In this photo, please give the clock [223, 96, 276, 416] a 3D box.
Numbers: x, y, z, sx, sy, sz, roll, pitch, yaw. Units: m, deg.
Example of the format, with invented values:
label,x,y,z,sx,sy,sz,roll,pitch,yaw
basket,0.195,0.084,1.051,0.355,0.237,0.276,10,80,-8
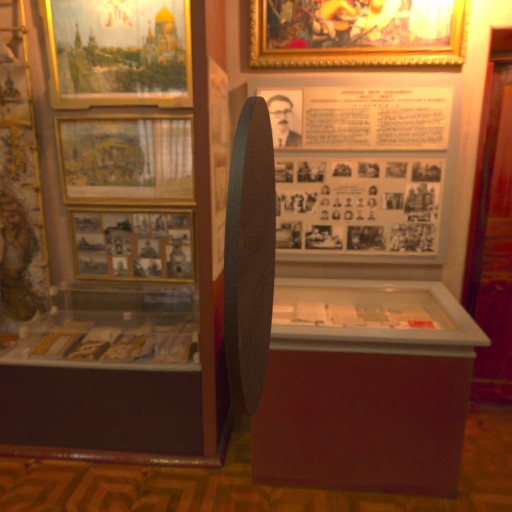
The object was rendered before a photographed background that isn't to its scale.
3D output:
label,x,y,z,sx,sy,sz,roll,pitch,yaw
clock,0.000,0.000,0.879,0.029,0.595,0.595,2,13,7
